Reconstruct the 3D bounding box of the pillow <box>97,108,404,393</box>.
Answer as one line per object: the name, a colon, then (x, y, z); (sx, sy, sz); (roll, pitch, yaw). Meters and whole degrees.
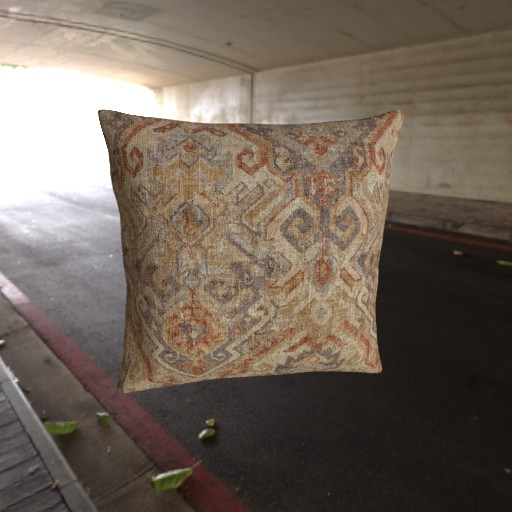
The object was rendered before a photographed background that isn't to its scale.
pillow: (0.000, 0.000, 0.801); (0.523, 0.506, 0.166); (-2, 16, -8)
